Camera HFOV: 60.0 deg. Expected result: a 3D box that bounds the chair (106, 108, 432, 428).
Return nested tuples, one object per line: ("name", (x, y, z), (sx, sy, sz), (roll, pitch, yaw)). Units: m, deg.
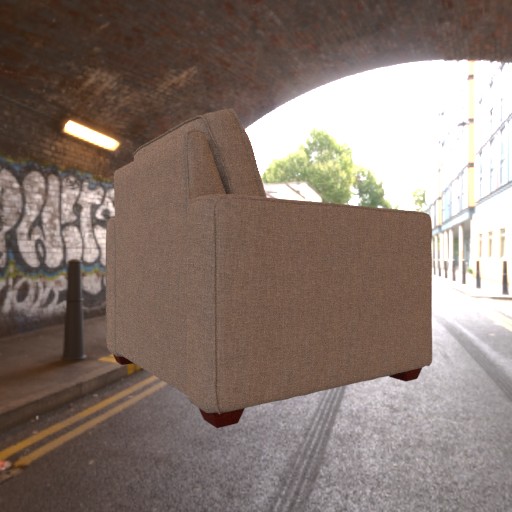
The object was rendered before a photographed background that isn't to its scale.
("chair", (0.000, 0.000, 1.781), (0.940, 0.914, 1.016), (0, 0, -34))
